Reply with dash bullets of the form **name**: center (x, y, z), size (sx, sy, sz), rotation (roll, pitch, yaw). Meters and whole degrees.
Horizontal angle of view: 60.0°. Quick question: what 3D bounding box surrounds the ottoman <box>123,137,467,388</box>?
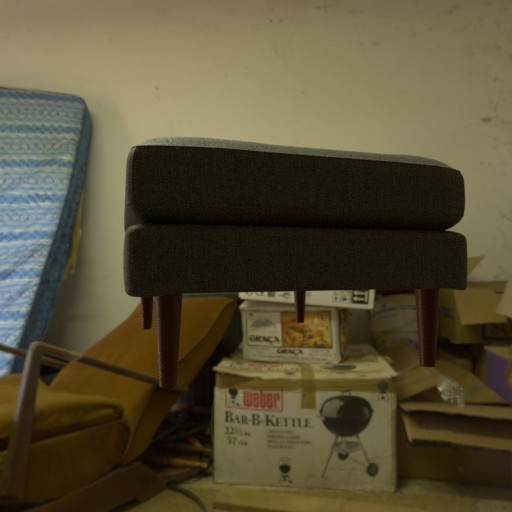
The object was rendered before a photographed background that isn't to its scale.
- **ottoman**: center (0.000, 0.000, 1.210), size (0.693, 0.474, 0.821), rotation (0, -1, -17)
